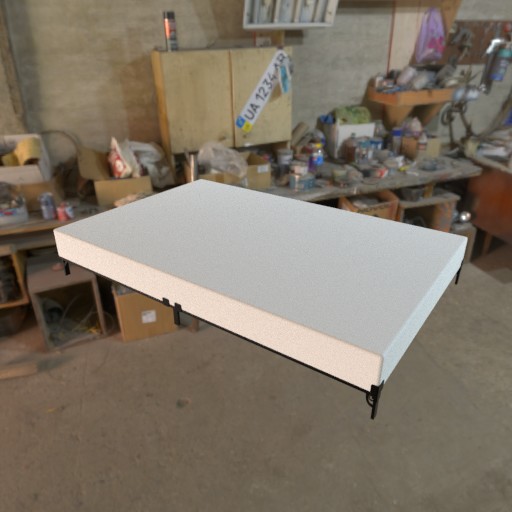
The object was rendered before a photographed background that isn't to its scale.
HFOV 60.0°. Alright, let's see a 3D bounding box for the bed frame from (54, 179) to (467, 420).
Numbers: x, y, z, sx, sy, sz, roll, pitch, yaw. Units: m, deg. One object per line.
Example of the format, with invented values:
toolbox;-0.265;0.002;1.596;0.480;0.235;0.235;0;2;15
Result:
bed frame;0.000;0.000;3.863;2.987;0.440;1.930;17;31;31
